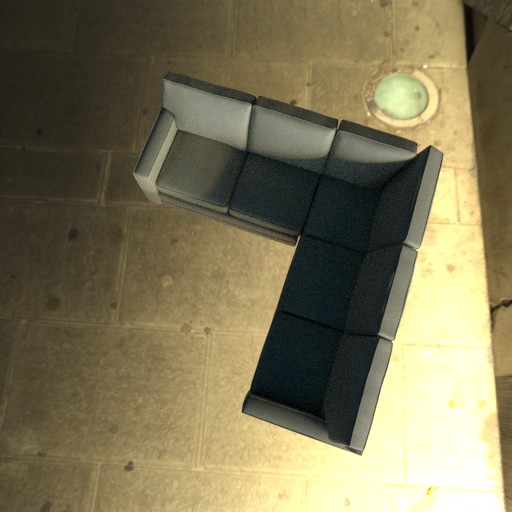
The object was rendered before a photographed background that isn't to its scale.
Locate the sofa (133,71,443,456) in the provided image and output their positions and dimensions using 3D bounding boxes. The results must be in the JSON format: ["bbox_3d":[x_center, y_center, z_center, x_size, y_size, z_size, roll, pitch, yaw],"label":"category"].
[{"bbox_3d":[0.000,0.000,3.371,2.188,0.936,2.211,18,76,4],"label":"sofa"}]
